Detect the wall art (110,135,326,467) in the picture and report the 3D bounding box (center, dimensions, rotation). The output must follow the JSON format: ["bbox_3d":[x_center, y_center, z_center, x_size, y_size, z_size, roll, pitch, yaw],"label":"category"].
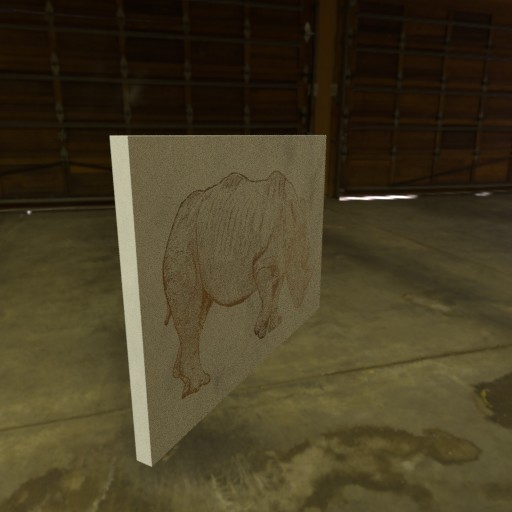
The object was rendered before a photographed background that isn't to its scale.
[{"bbox_3d":[0.000,0.000,1.164,0.038,0.610,0.915,8,17,27],"label":"wall art"}]
